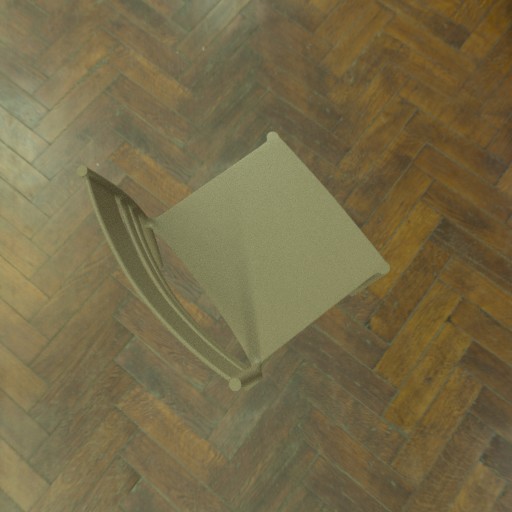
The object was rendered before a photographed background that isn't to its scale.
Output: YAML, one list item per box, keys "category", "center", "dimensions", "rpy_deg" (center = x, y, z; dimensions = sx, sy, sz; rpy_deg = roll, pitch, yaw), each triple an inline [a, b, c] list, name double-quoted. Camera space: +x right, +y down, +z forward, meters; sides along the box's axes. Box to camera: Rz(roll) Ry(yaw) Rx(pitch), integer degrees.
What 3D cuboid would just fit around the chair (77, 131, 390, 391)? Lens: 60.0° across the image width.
- category: "chair"
  center: [0.000, 0.000, 1.147]
  dimensions: [0.511, 0.800, 0.531]
  rpy_deg: [-36, 79, -9]
